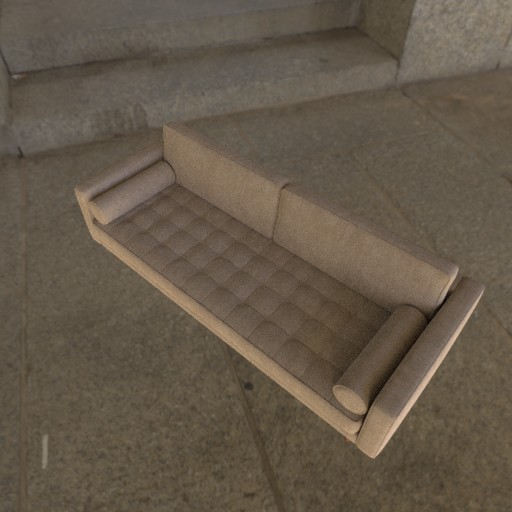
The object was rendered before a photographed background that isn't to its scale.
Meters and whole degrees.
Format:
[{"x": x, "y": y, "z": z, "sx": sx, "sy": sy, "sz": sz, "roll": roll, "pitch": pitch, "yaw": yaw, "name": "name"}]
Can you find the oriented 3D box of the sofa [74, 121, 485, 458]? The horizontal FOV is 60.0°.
[{"x": 0.000, "y": 0.000, "z": 2.538, "sx": 2.200, "sy": 0.770, "sz": 0.919, "roll": 33, "pitch": 55, "yaw": 27, "name": "sofa"}]
